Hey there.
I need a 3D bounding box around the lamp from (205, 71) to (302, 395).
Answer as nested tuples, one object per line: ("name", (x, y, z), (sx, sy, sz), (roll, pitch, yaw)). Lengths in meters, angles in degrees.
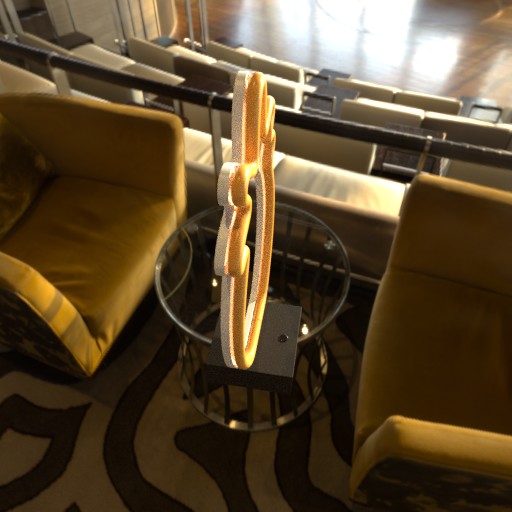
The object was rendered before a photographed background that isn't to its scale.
("lamp", (0.000, 0.000, 0.382), (0.088, 0.317, 0.167), (7, 47, 7))
